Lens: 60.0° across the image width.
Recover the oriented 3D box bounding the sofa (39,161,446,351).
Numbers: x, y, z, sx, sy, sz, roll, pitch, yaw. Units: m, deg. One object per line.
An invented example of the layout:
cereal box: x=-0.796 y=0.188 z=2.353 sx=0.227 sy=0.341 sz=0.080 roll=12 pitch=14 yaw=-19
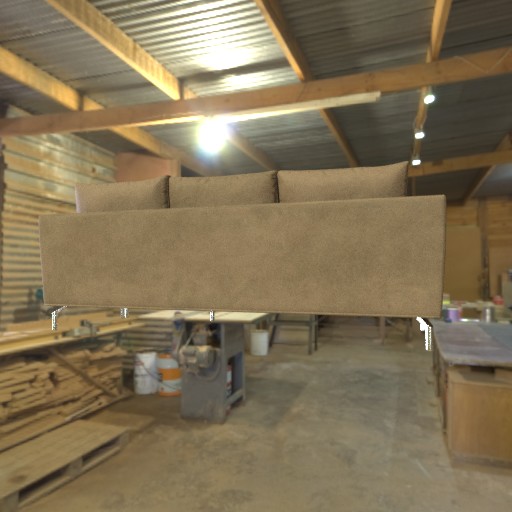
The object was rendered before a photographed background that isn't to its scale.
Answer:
sofa: x=0.000 y=0.000 z=3.230 sx=2.438 sy=0.987 sz=1.622 roll=-1 pitch=-2 yaw=18
